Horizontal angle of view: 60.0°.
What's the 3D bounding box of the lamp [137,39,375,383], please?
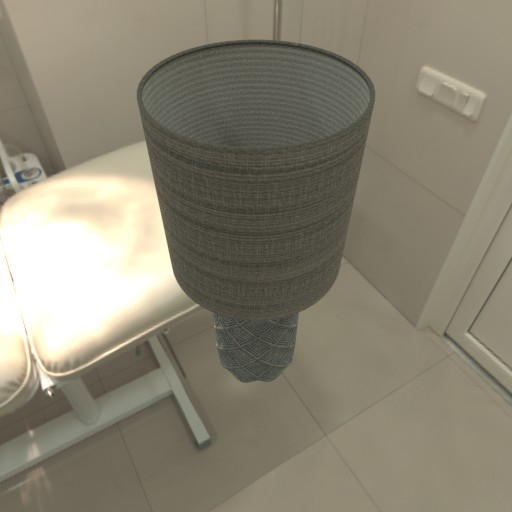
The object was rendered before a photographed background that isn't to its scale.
[{"bbox_3d":[0.000,0.000,0.711,0.268,0.566,0.269,-24,51,-21],"label":"lamp"}]
